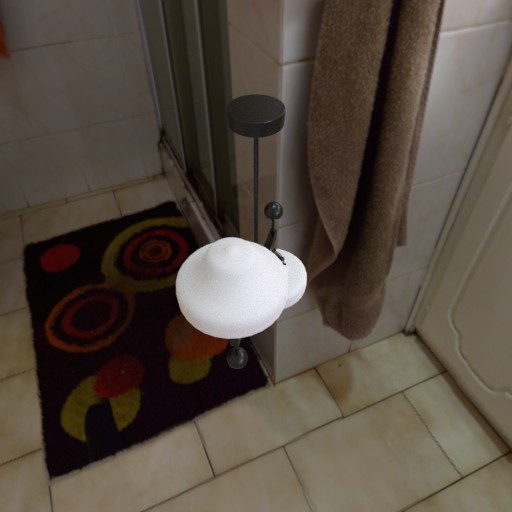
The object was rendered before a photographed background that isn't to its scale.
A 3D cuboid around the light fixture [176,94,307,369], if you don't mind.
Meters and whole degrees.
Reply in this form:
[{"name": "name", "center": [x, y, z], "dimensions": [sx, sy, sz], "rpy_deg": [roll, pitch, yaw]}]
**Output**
[{"name": "light fixture", "center": [0.000, 0.000, 1.037], "dimensions": [0.422, 0.743, 0.489], "rpy_deg": [-16, 48, -15]}]
